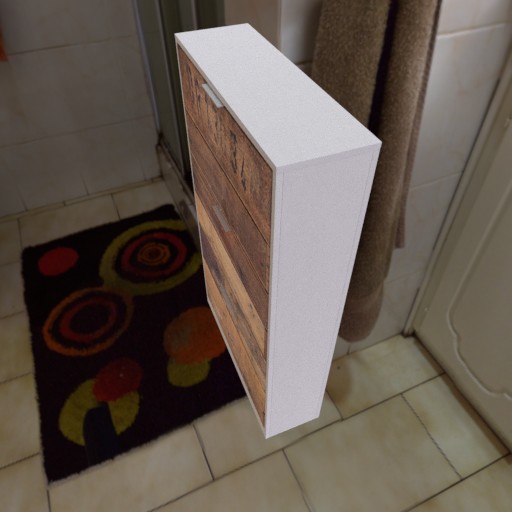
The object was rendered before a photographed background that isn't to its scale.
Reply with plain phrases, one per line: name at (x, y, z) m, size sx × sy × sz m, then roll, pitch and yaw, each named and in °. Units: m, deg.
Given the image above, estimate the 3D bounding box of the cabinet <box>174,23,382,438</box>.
cabinet at (0.000, 0.000, 1.571) m, size 0.250 × 1.280 × 0.750 m, roll -16°, pitch 48°, yaw -15°
